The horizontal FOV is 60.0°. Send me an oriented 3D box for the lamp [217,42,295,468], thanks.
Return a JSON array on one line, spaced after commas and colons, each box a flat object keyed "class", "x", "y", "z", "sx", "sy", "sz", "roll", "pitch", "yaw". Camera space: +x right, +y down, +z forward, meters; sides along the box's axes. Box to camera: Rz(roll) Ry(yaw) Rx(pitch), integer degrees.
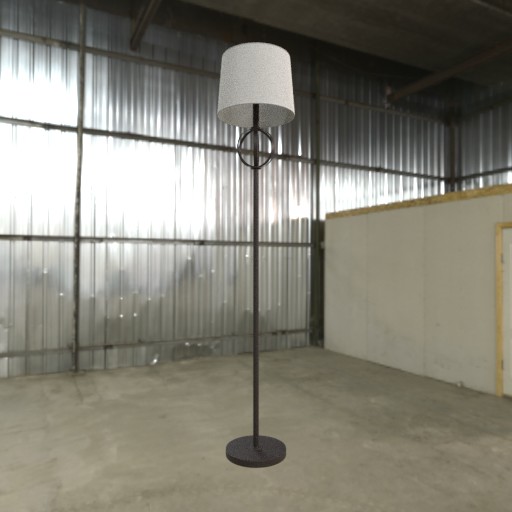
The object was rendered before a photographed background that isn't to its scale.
[{"class": "lamp", "x": 0.000, "y": 0.000, "z": 1.642, "sx": 0.286, "sy": 1.462, "sz": 0.286, "roll": 0, "pitch": 0, "yaw": 2}]
